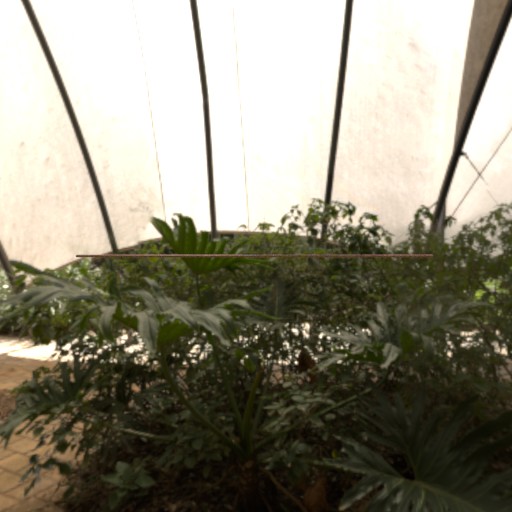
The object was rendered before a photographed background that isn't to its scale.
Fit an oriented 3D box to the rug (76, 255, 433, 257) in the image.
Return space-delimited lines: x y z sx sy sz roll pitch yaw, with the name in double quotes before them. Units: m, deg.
"rug" 0.000 0.000 3.101 1.533 0.011 2.439 0 0 1
